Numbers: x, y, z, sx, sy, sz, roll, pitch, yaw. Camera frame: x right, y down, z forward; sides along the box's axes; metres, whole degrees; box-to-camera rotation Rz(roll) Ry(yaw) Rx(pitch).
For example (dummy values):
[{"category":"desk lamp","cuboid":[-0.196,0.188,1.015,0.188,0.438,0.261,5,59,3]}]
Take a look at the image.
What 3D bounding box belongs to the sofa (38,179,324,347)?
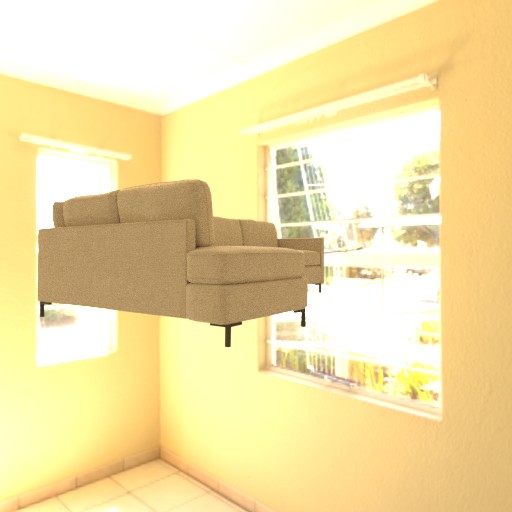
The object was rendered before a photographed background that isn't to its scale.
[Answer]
[{"category":"sofa","cuboid":[0.000,0.000,4.381,2.048,0.996,3.384,0,0,36]}]
